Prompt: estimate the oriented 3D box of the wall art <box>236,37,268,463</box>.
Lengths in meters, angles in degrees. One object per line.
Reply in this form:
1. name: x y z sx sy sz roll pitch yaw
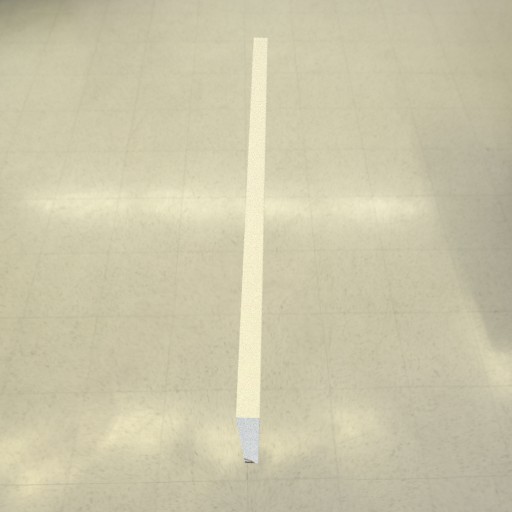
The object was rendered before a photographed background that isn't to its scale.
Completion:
1. wall art: 0.000 0.000 1.124 0.038 0.601 0.898 1 59 1
